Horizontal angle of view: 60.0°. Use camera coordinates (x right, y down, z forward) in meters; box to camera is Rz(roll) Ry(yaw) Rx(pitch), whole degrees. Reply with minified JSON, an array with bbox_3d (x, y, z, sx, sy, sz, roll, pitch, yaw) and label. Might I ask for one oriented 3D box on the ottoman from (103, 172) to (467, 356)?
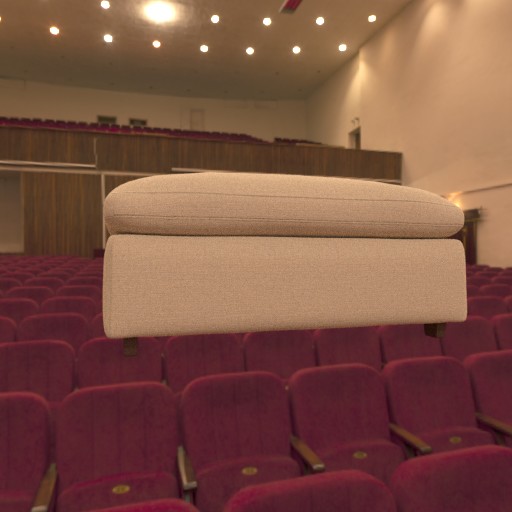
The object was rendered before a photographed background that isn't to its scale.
[{"bbox_3d":[0.000,0.000,1.539,0.977,0.467,0.996,0,0,-16],"label":"ottoman"}]
